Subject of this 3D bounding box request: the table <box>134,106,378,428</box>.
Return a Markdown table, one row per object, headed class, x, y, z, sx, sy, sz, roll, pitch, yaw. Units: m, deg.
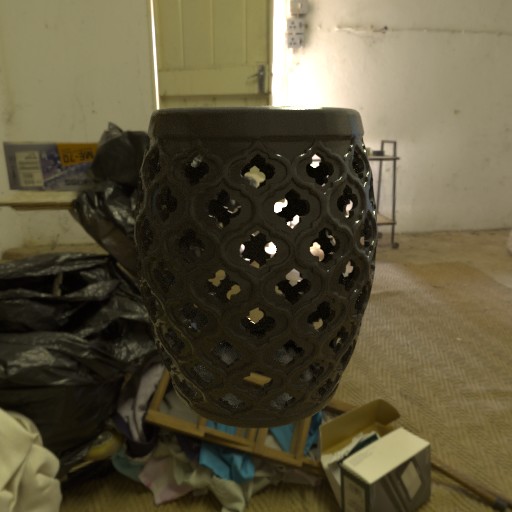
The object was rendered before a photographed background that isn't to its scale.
| class | x | y | z | sx | sy | sz | roll | pitch | yaw |
| --- | --- | --- | --- | --- | --- | --- | --- | --- | --- |
| table | 0.000 | 0.000 | 0.619 | 0.325 | 0.388 | 0.325 | 0 | 16 | 0 |
